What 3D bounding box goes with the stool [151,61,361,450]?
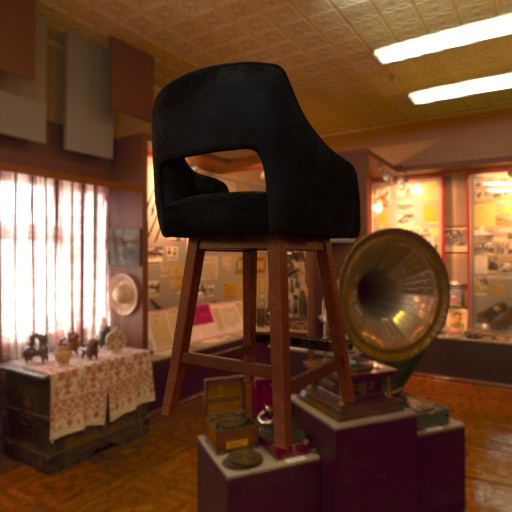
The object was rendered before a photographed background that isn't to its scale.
[{"bbox_3d":[0.000,0.000,1.336,0.550,0.940,0.560,0,0,34],"label":"stool"}]
